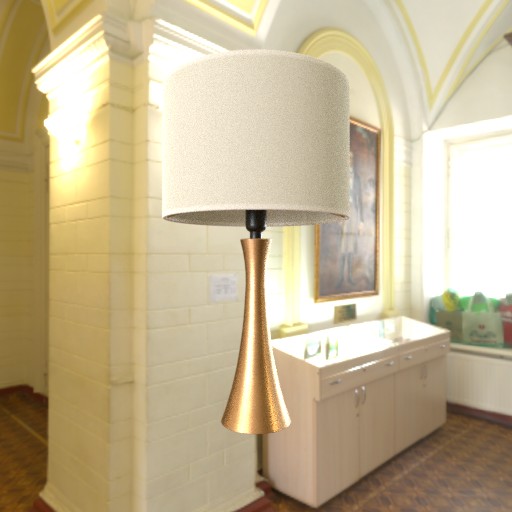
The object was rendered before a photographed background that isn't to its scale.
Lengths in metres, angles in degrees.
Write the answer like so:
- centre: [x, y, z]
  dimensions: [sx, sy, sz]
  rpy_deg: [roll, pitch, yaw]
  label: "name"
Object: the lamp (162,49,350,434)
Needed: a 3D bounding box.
- centre: [0.000, 0.000, 0.647]
  dimensions: [0.268, 0.479, 0.268]
  rpy_deg: [0, -1, 0]
  label: "lamp"
